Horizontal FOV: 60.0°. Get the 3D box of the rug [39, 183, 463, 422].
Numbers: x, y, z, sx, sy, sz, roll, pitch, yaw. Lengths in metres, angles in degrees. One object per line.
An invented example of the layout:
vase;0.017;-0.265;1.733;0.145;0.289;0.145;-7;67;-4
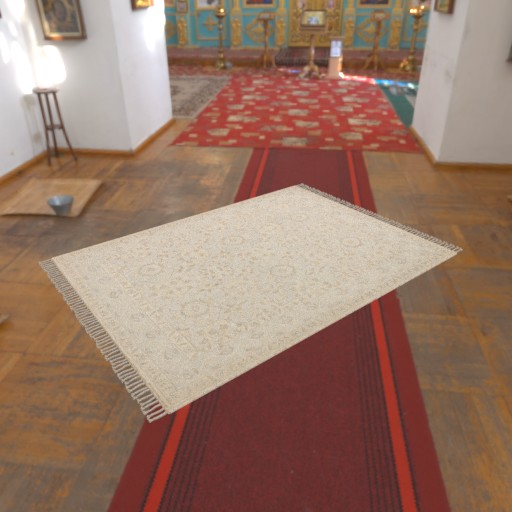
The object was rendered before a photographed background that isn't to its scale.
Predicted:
rug;0.000;0.000;2.240;1.771;0.015;1.223;-21;36;-32
